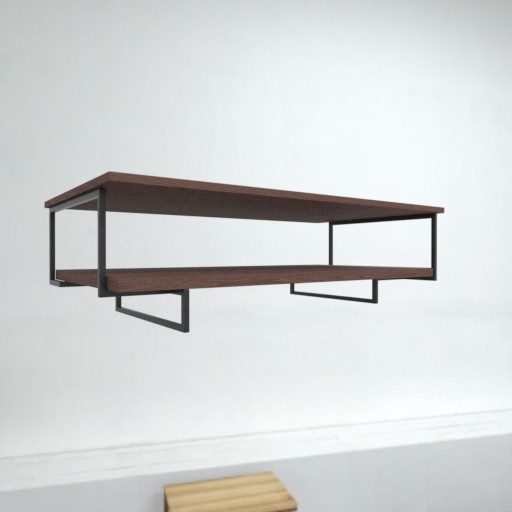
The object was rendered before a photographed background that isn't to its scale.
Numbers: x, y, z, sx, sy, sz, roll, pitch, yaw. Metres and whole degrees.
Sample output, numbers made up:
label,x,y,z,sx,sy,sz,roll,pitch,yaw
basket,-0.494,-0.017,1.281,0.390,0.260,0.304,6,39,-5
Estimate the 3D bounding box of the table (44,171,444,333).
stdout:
label,x,y,z,sx,sy,sz,roll,pitch,yaw
table,0.000,0.000,1.503,1.197,0.347,0.651,0,0,-36
